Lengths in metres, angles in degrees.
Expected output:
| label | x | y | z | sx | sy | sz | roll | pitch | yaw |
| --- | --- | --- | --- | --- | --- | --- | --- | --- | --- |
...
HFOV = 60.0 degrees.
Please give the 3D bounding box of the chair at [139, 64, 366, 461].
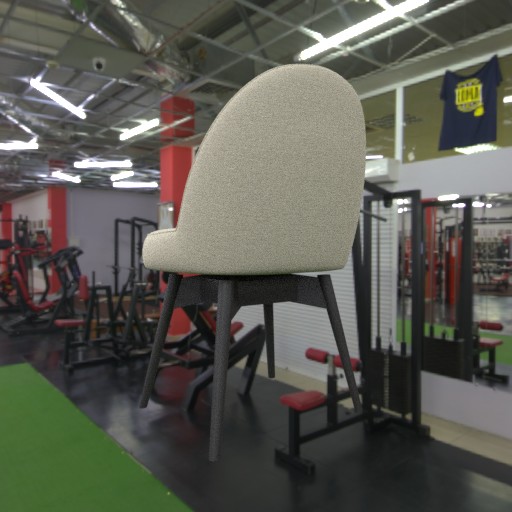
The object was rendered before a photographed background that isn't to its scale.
| label | x | y | z | sx | sy | sz | roll | pitch | yaw |
| --- | --- | --- | --- | --- | --- | --- | --- | --- | --- |
| chair | 0.000 | 0.000 | 1.183 | 0.532 | 0.838 | 0.540 | -1 | 2 | -37 |
